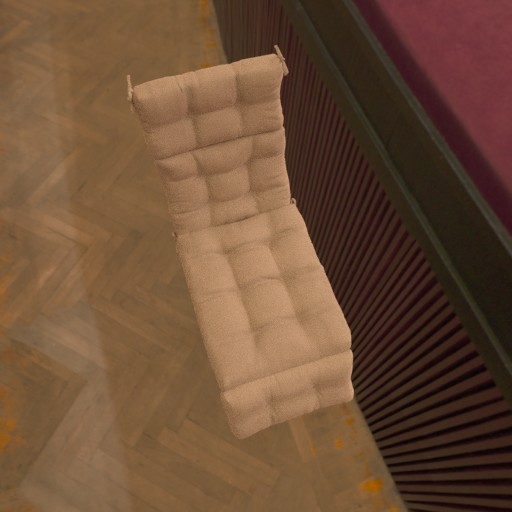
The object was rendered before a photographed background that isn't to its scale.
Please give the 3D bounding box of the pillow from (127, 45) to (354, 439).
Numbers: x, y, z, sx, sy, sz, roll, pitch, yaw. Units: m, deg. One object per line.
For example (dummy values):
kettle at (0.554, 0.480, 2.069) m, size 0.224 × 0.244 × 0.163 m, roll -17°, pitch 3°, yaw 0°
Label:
pillow at (0.000, 0.000, 1.520) m, size 0.526 × 0.863 × 1.016 m, roll -16°, pitch 64°, yaw -8°
